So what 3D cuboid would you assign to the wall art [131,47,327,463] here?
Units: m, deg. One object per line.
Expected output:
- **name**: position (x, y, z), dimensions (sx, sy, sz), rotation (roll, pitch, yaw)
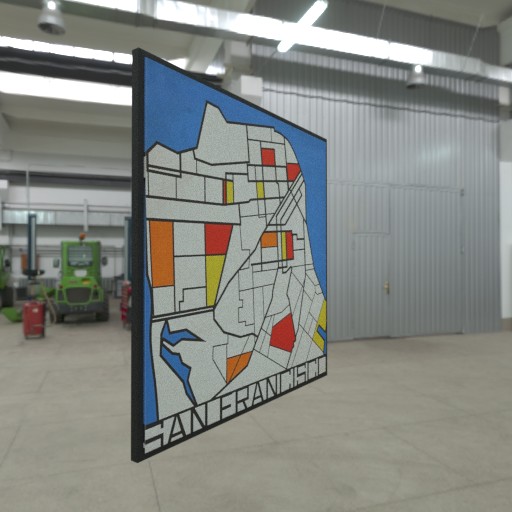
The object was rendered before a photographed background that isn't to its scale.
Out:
- **wall art**: position (0.000, 0.000, 0.676), dimensions (0.013, 0.457, 0.458), rotation (0, -1, 36)
